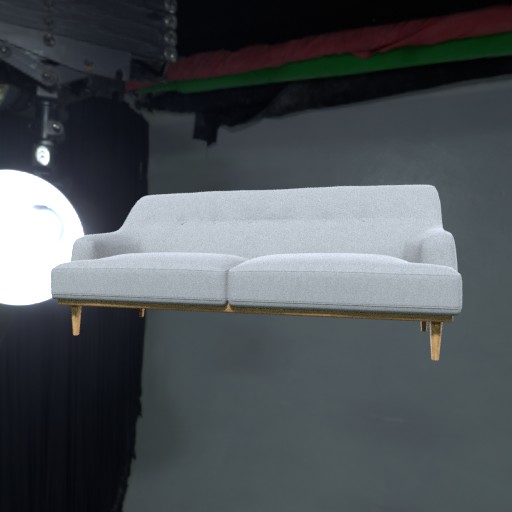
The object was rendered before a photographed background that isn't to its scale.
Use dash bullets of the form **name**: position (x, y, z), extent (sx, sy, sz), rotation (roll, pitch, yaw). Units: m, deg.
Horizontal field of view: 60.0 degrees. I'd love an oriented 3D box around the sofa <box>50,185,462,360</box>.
- **sofa**: position (0.000, 0.000, 2.537), extent (2.057, 0.871, 0.978), rotation (0, 1, 17)
